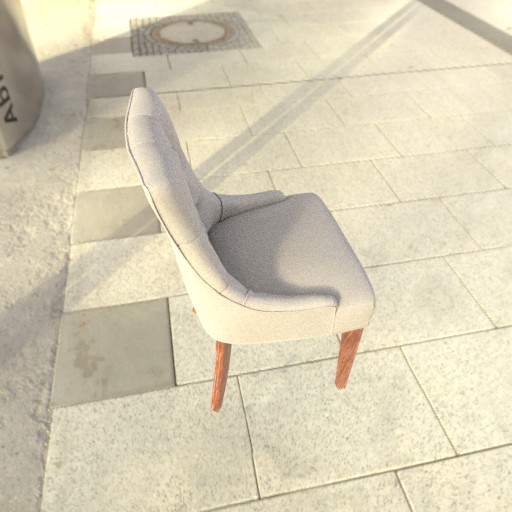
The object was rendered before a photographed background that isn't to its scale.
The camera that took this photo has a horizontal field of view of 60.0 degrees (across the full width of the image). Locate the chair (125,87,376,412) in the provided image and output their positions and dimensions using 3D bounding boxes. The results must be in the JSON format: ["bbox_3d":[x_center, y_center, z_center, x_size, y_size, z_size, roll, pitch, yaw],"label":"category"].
[{"bbox_3d":[0.000,0.000,1.269,0.565,0.874,0.509,-10,45,-10],"label":"chair"}]
